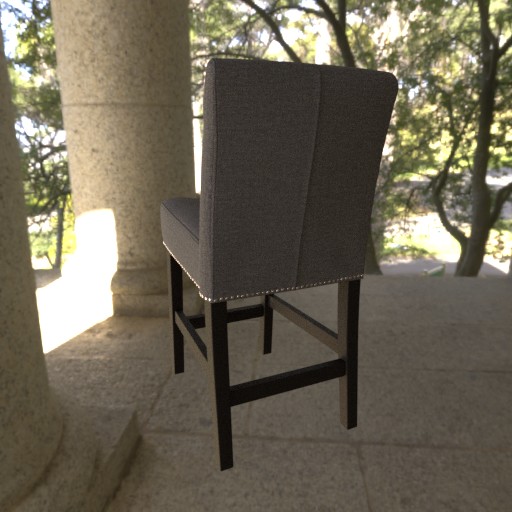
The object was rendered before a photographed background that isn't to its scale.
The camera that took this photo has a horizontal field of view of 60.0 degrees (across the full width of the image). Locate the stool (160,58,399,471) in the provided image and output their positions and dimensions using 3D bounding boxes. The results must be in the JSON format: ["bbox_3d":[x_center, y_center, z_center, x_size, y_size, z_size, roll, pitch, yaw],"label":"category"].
[{"bbox_3d":[0.000,0.000,1.183,0.427,0.885,0.571,-7,16,-25],"label":"stool"}]
